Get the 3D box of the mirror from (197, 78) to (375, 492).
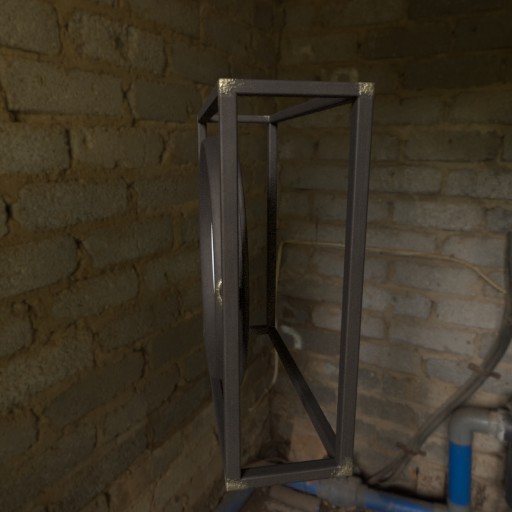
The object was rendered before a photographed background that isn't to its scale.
[{"bbox_3d":[0.000,0.000,0.466,0.107,0.303,0.306,-2,14,-10],"label":"mirror"}]
